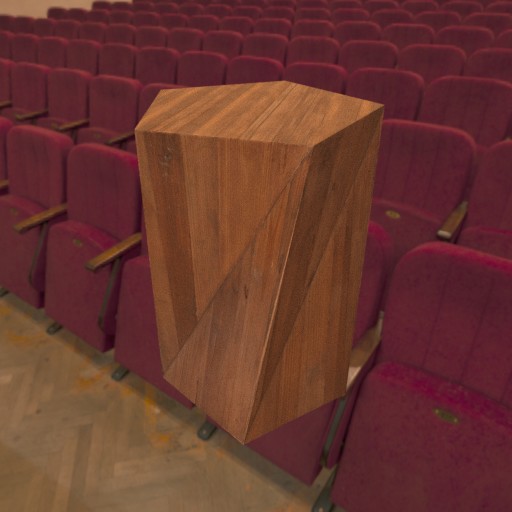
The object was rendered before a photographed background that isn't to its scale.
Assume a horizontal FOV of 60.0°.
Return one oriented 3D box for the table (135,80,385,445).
[{"bbox_3d":[0.000,0.000,0.913,0.441,0.604,0.425,21,38,30],"label":"table"}]
